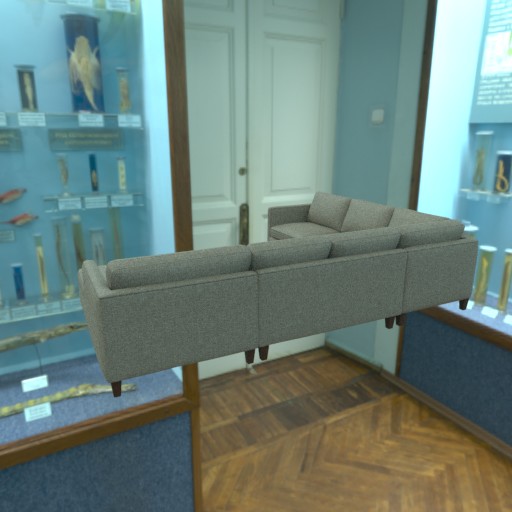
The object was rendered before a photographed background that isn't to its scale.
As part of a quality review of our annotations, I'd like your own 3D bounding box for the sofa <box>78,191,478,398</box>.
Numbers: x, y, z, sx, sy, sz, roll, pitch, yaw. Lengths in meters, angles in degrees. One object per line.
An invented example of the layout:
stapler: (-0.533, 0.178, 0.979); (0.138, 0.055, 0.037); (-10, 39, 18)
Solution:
sofa: (0.000, 0.000, 4.508); (3.403, 0.889, 2.551); (-8, 17, -26)
